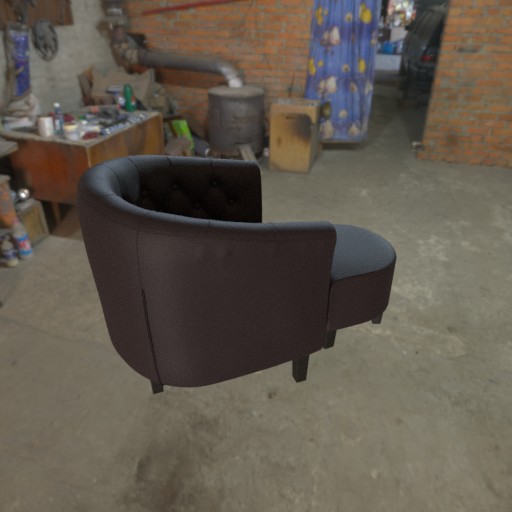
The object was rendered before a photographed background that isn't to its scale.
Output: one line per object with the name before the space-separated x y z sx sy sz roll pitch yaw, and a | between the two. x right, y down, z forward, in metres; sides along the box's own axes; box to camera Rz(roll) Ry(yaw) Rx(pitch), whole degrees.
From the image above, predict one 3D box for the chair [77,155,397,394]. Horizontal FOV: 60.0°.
chair | 0.000 0.000 1.702 1.191 0.760 0.763 -10 31 -18
